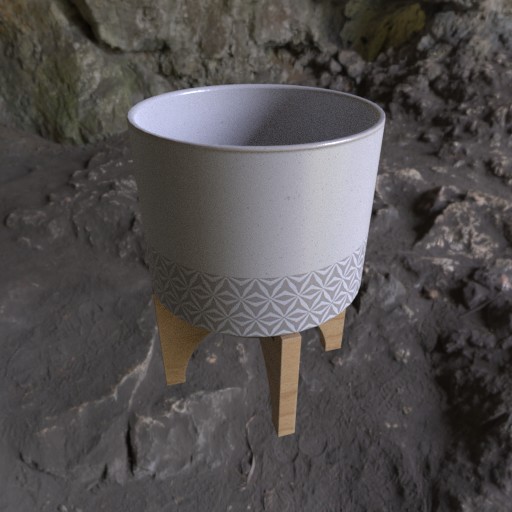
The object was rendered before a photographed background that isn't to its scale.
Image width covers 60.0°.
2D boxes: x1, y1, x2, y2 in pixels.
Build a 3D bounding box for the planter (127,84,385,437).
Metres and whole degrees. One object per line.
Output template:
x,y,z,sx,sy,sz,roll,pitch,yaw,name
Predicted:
0.000,0.000,0.399,0.188,0.260,0.188,0,32,0,planter
